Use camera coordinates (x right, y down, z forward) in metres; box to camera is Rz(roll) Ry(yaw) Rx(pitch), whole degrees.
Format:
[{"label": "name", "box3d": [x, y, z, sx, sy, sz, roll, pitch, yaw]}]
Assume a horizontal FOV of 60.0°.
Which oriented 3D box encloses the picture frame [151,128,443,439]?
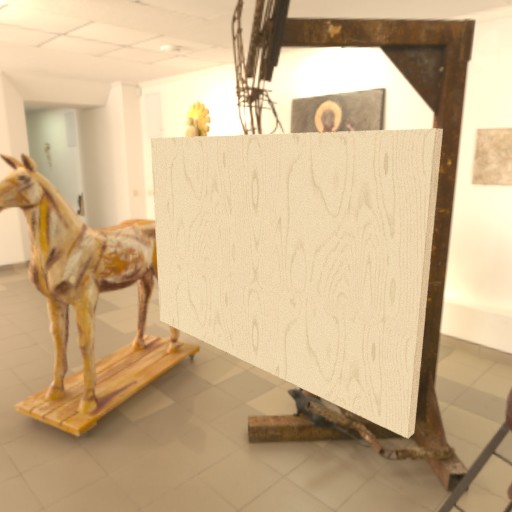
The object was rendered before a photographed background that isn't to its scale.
[{"label": "picture frame", "box3d": [0.000, 0.000, 1.212, 0.029, 0.640, 0.950, -13, 19, -43]}]
